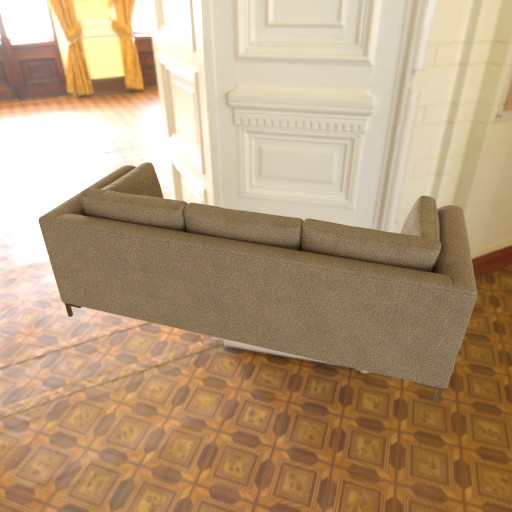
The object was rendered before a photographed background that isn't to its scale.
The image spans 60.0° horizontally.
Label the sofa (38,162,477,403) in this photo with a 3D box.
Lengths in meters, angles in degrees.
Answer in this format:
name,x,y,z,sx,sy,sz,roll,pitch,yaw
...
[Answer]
name,x,y,z,sx,sy,sz,roll,pitch,yaw
sofa,0.000,0.000,2.862,2.415,0.867,0.969,10,33,15
